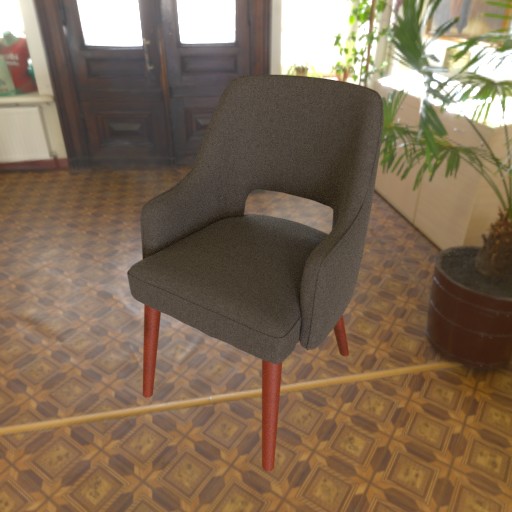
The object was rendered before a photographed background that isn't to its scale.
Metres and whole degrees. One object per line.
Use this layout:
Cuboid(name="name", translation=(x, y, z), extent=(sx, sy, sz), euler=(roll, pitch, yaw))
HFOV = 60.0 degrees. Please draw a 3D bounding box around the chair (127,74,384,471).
Cuboid(name="chair", translation=(0.000, 0.000, 1.199), extent=(0.559, 0.838, 0.560), euler=(19, 36, 28))
